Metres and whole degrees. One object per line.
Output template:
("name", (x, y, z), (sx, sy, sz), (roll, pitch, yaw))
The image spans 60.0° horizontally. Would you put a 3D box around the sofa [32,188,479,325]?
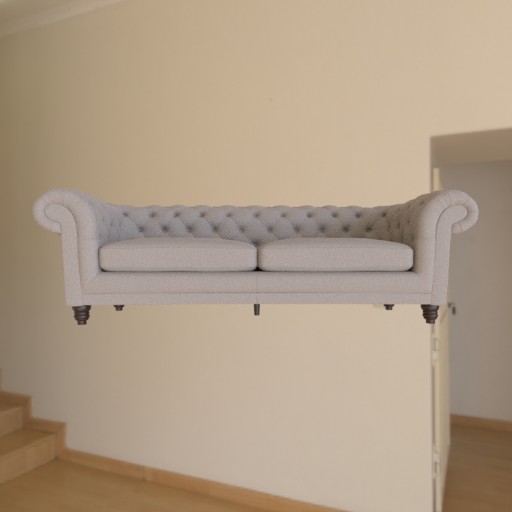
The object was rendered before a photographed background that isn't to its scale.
("sofa", (0.000, 0.000, 2.820), (2.411, 0.749, 0.991), (0, -1, -1))
